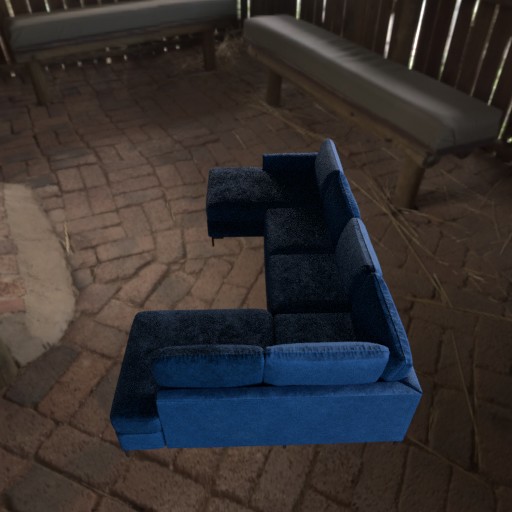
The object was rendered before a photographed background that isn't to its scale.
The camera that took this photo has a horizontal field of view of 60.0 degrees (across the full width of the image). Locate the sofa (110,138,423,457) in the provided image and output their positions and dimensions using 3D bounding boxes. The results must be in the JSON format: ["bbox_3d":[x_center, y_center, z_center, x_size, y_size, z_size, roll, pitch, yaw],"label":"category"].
[{"bbox_3d":[0.000,0.000,4.262,2.055,0.992,3.434,-1,40,-1],"label":"sofa"}]
